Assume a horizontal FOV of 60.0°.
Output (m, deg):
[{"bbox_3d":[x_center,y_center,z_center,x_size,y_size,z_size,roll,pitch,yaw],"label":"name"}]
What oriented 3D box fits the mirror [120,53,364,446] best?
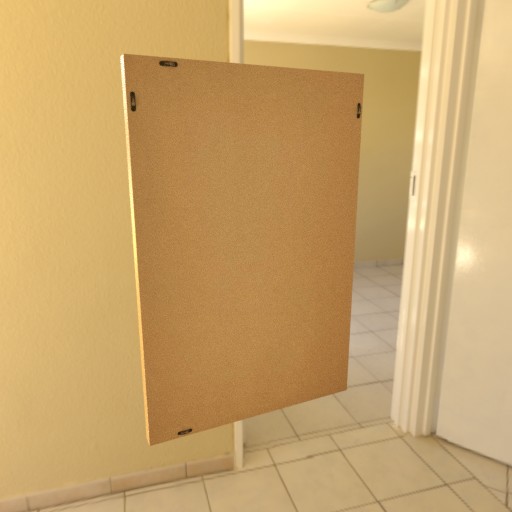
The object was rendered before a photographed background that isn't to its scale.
[{"bbox_3d":[0.000,0.000,1.146,0.609,0.915,0.040,-7,16,-25],"label":"mirror"}]
